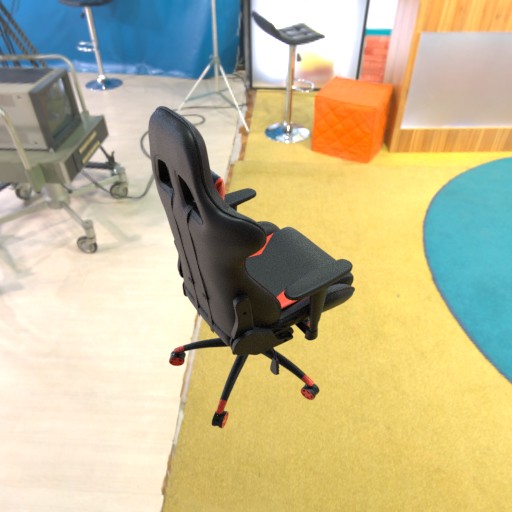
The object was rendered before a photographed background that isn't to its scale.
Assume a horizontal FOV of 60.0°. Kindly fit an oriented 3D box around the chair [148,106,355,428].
[{"bbox_3d":[0.000,0.000,1.736,0.730,1.282,0.695,-25,46,-26],"label":"chair"}]
